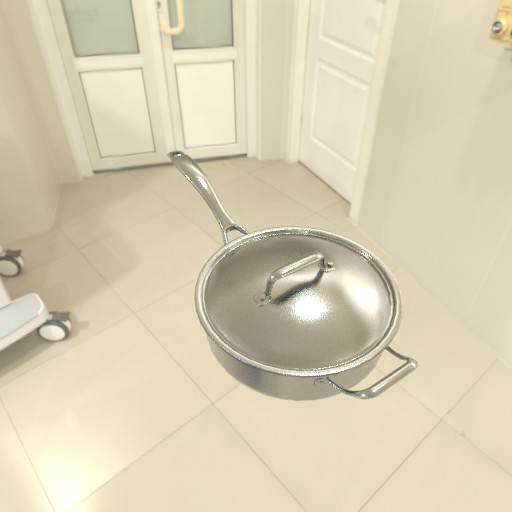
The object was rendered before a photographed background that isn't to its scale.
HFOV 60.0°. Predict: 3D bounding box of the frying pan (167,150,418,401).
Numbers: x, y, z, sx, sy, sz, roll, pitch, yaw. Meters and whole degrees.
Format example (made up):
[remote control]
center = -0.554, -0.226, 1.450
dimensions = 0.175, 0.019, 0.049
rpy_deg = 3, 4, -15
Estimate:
[frying pan]
center = 0.000, 0.000, 0.594
dimensions = 0.245, 0.111, 0.492
rpy_deg = -24, 46, -25
